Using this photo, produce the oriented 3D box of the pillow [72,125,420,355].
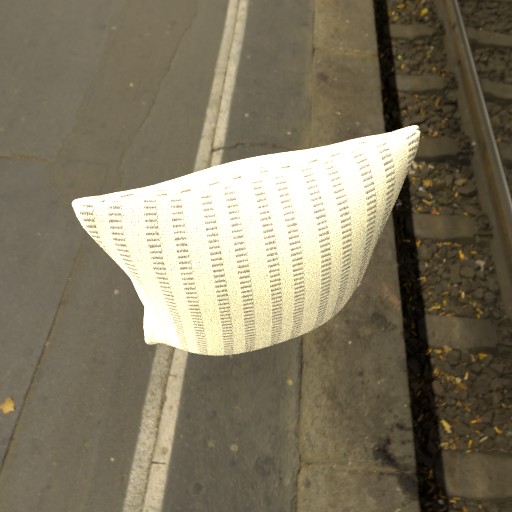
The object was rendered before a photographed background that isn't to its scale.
[{"bbox_3d":[0.000,0.000,0.701,0.438,0.419,0.247,-14,60,-8],"label":"pillow"}]
